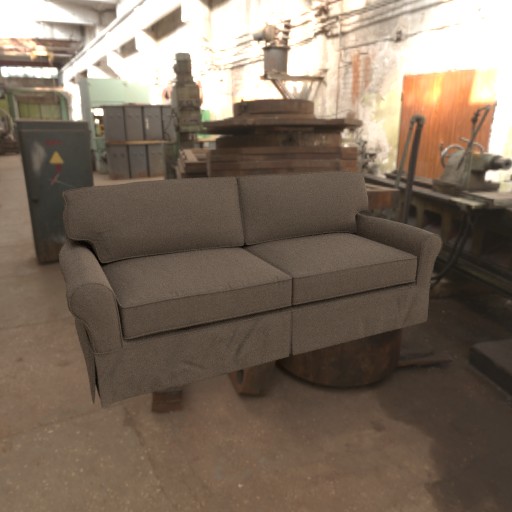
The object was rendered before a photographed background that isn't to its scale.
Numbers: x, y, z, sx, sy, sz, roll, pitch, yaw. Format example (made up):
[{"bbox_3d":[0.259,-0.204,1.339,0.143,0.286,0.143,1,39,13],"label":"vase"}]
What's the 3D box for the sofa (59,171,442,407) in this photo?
[{"bbox_3d":[0.000,0.000,2.781,2.248,0.943,0.991,-8,18,-25],"label":"sofa"}]
